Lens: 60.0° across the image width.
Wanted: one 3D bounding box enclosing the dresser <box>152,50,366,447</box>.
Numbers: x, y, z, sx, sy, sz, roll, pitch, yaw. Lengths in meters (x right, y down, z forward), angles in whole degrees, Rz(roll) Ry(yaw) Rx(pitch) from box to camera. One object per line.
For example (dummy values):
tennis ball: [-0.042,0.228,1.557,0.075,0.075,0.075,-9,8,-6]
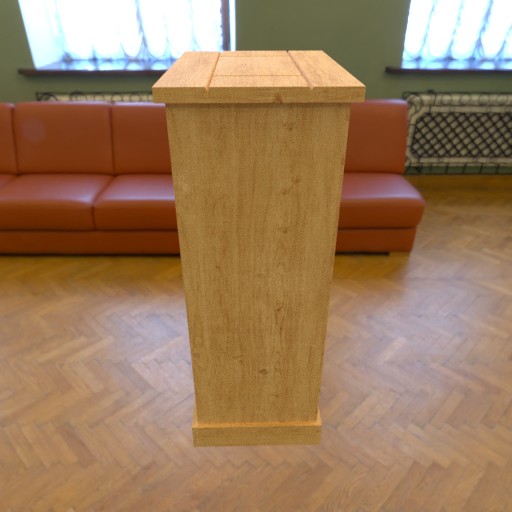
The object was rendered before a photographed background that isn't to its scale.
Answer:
dresser: [0.000,0.000,1.303,0.390,1.041,0.531,-1,31,-1]
